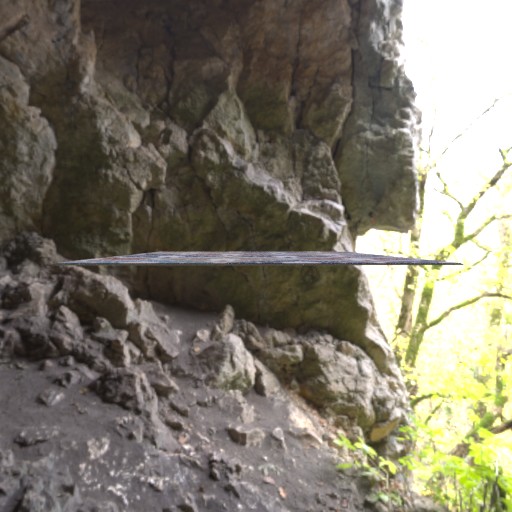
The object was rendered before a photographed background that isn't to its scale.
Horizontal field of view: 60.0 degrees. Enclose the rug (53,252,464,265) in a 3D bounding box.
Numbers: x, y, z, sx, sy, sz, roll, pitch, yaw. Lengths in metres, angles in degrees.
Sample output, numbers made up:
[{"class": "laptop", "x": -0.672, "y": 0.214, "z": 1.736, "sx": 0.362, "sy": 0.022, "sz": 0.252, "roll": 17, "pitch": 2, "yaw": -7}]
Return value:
[{"class": "rug", "x": 0.000, "y": 0.000, "z": 4.107, "sx": 2.423, "sy": 0.014, "sz": 3.040, "roll": 0, "pitch": 2, "yaw": -1}]
